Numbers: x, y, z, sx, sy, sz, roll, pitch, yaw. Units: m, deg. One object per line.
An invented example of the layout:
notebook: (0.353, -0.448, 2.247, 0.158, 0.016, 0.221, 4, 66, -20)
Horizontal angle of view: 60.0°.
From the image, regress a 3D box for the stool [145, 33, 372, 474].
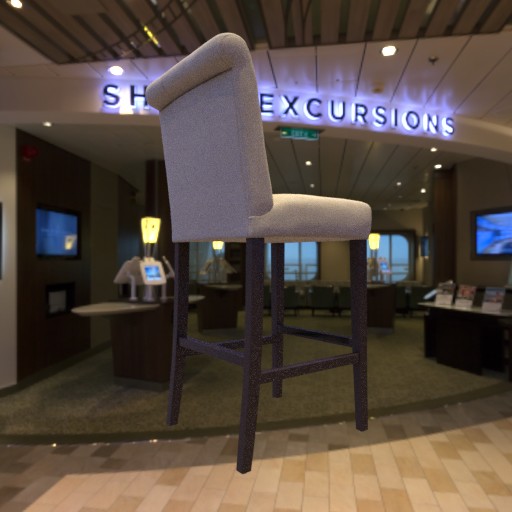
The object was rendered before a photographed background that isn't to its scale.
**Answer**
stool: (0.000, 0.000, 1.451, 0.601, 1.140, 0.493, 0, 0, -37)
